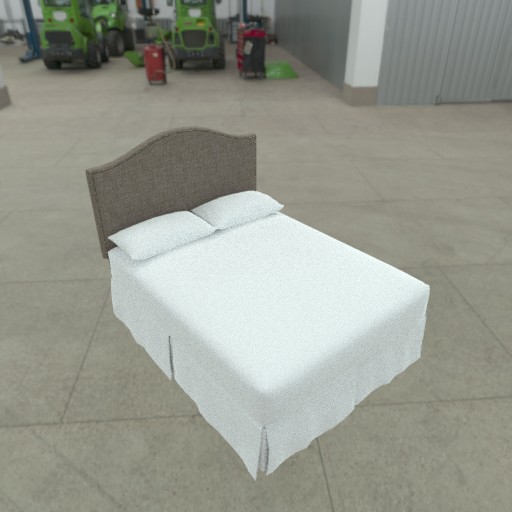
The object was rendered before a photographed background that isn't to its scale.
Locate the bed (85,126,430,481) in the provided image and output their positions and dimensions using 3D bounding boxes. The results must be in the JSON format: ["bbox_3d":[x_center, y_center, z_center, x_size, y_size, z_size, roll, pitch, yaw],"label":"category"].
[{"bbox_3d":[0.000,0.000,3.355,1.713,1.518,2.153,-23,37,-33],"label":"bed"}]
